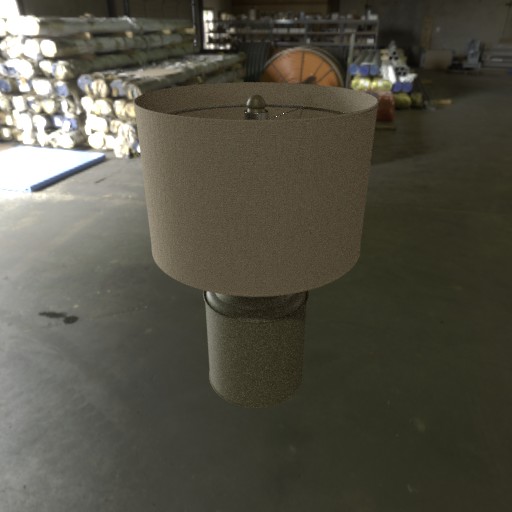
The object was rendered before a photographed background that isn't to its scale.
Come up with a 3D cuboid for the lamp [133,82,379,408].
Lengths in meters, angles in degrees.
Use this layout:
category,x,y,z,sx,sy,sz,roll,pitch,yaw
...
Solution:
category,x,y,z,sx,sy,sz,roll,pitch,yaw
lamp,0.000,0.000,0.704,0.318,0.486,0.318,0,28,0
